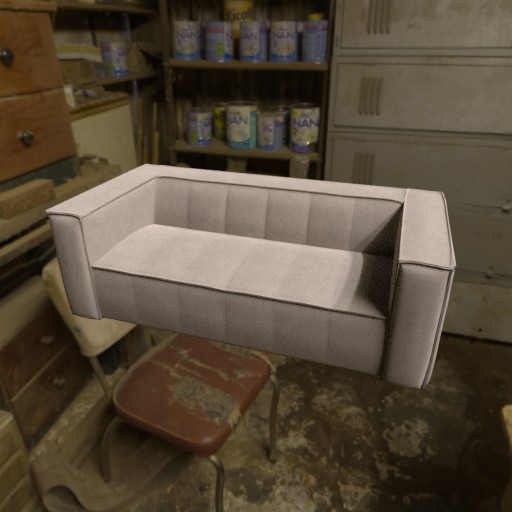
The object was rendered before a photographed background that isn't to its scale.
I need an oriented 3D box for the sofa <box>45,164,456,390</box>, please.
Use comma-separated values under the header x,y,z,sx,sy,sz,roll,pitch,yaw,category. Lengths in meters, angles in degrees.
x,y,z,sx,sy,sz,roll,pitch,yaw,category
0.000,0.000,2.553,1.995,0.680,1.038,9,28,16,sofa
